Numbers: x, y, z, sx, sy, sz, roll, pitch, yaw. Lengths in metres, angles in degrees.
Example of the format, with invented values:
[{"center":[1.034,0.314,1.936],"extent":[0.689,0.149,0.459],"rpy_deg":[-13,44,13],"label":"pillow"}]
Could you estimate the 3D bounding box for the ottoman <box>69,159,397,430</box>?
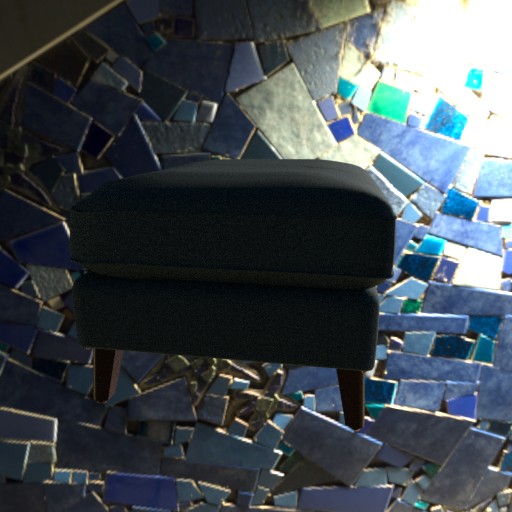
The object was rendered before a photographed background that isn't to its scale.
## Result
[{"center":[0.000,0.000,1.224],"extent":[0.629,0.503,0.835],"rpy_deg":[3,15,9],"label":"ottoman"}]
